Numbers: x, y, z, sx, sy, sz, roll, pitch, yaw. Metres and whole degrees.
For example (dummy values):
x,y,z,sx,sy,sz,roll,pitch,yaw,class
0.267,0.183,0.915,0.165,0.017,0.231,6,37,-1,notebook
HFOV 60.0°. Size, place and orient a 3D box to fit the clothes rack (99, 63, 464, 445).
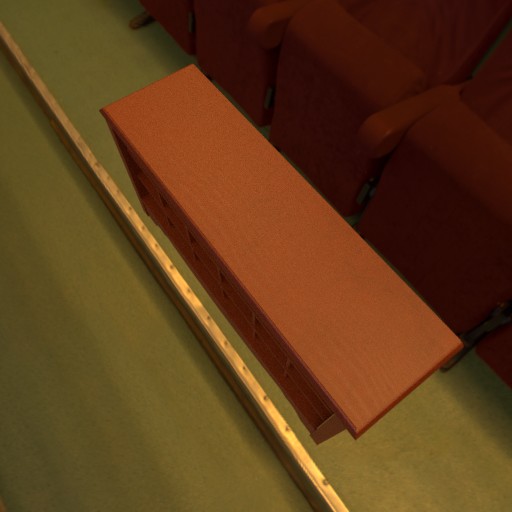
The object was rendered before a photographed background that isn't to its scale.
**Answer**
x,y,z,sx,sy,sz,roll,pitch,yaw,class
0.000,0.000,1.533,0.362,0.594,1.251,-33,68,-15,clothes rack
